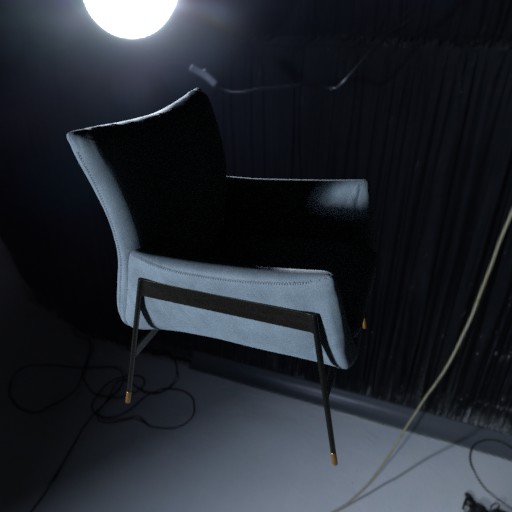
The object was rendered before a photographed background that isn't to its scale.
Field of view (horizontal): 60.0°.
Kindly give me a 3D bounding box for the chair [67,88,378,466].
[{"bbox_3d":[0.000,0.000,1.371,0.709,0.858,0.678,10,31,17],"label":"chair"}]
